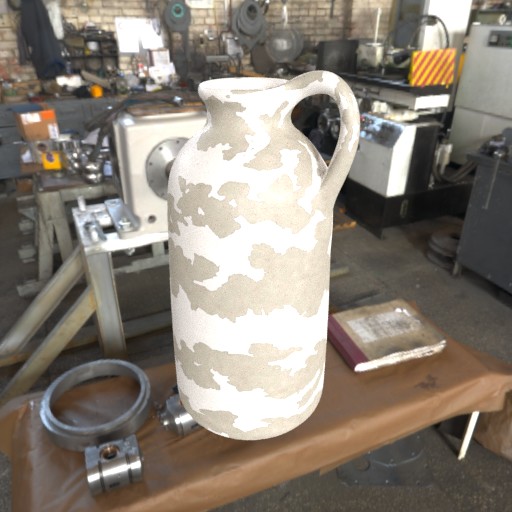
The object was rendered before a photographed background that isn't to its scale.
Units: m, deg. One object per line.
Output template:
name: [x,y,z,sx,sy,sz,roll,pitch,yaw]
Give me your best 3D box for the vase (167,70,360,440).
vase: [0.000,0.000,0.484,0.203,0.382,0.186,17,33,28]
